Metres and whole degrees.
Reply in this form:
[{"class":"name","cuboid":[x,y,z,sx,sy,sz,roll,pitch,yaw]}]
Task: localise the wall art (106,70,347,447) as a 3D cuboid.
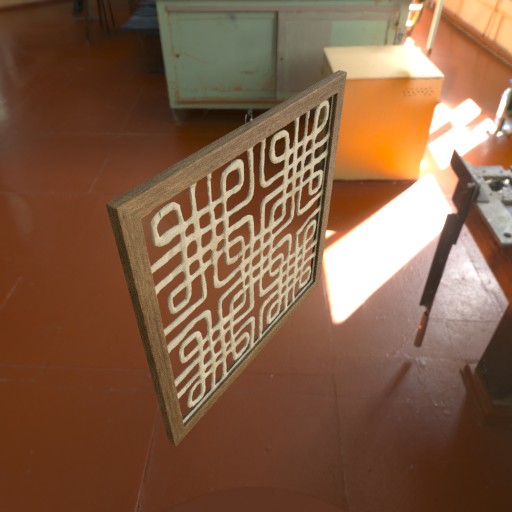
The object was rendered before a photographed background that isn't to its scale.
[{"class":"wall art","cuboid":[0.000,0.000,0.848,0.021,0.582,0.561,25,47,26]}]
